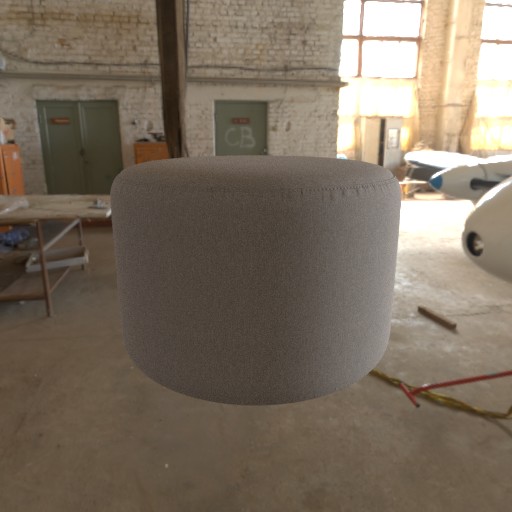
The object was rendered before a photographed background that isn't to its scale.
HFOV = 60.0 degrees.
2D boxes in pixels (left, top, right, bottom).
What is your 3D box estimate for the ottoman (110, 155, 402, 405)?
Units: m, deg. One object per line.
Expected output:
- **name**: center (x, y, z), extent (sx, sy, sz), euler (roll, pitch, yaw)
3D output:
- **ottoman**: center (0.000, 0.000, 1.007), extent (0.608, 0.433, 0.608), euler (0, 16, 0)
